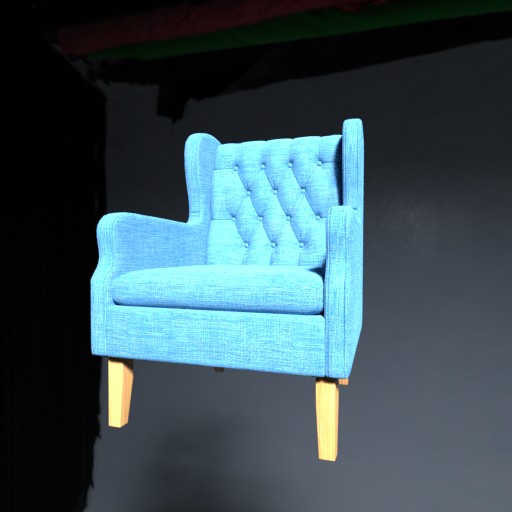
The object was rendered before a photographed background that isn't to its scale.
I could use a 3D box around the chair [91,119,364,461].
[{"bbox_3d":[0.000,0.000,1.474,0.711,0.952,0.775,0,1,19],"label":"chair"}]
